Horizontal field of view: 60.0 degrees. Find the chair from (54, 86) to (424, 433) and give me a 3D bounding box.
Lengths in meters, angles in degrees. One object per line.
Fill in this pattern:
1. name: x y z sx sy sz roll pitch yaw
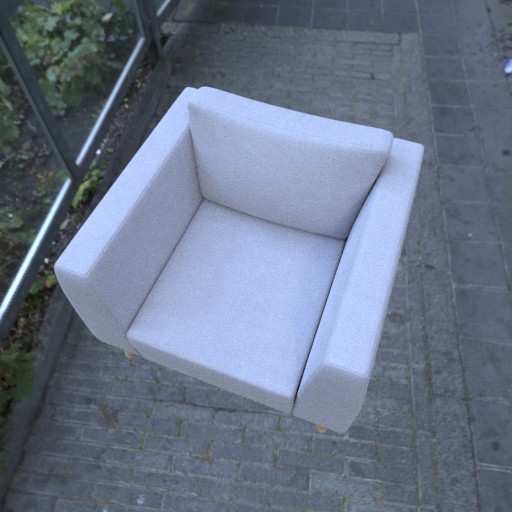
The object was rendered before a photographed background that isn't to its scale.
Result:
1. chair: 0.000 0.000 1.672 1.000 0.860 0.930 18 59 11
